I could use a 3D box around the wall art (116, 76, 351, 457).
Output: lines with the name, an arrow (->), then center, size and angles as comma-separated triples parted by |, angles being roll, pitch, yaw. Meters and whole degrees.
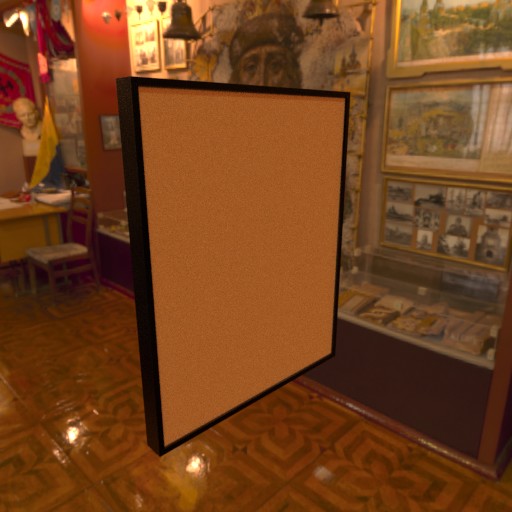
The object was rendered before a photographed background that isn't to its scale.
wall art -> 0.000, 0.000, 0.772 | 0.451, 0.553, 0.039 | -16, 23, -41
